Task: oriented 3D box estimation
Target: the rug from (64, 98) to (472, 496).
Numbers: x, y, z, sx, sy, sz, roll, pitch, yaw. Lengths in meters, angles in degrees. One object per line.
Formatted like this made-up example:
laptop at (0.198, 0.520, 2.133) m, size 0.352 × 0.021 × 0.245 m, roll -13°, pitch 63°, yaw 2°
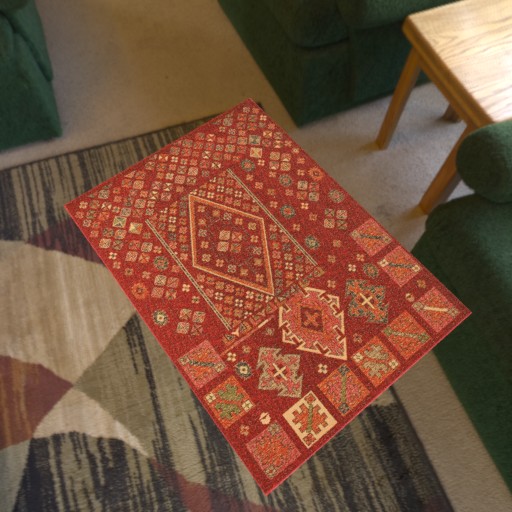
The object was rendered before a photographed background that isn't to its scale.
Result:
rug at (0.000, 0.000, 4.265) m, size 2.389 × 0.011 × 3.306 m, roll -35°, pitch 69°, yaw -15°
